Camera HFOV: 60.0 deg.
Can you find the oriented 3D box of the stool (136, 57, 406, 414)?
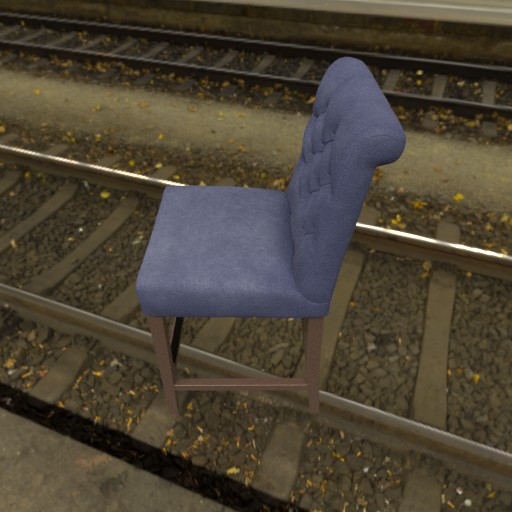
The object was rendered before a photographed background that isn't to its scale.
[{"bbox_3d":[0.000,0.000,1.324,0.601,1.010,0.493,0,40,0],"label":"stool"}]
